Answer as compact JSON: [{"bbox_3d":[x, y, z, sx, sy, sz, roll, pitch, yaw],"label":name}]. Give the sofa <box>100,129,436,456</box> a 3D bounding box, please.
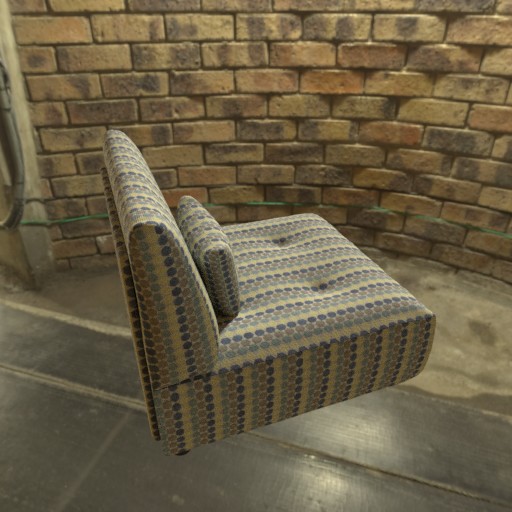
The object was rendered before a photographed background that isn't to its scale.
[{"bbox_3d":[0.000,0.000,1.693,1.000,0.830,0.930,-11,32,-18],"label":"sofa"}]
